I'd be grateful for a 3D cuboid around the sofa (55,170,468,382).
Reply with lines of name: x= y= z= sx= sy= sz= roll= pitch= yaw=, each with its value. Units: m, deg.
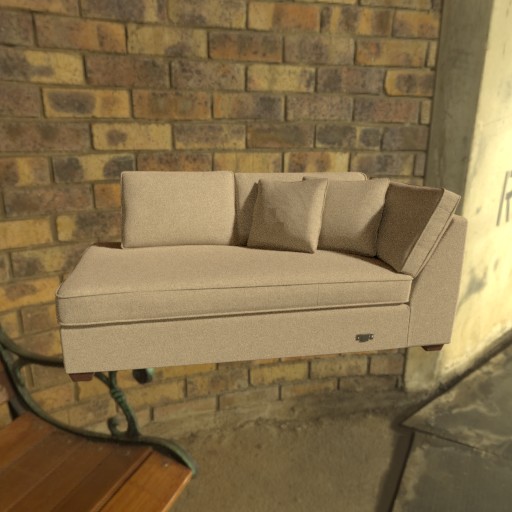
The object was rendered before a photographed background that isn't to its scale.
sofa: x=0.000 y=0.000 z=2.846 sx=2.237 sy=1.033 sz=1.110 roll=-2 pitch=16 yaw=-9
